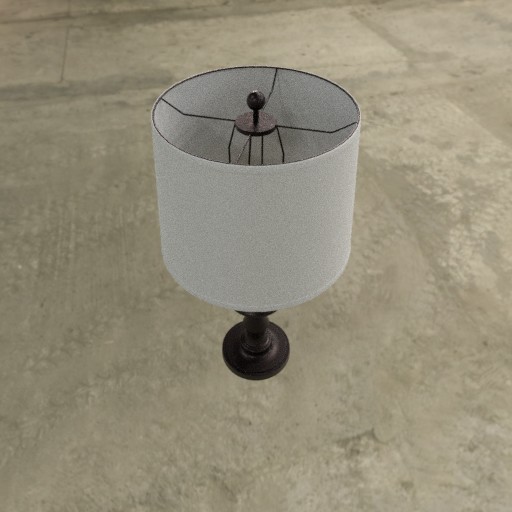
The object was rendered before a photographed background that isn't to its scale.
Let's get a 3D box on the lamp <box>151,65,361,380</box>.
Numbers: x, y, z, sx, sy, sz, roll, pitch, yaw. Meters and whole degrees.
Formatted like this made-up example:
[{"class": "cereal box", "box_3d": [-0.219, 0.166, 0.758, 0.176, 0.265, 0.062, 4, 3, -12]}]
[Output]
[{"class": "lamp", "box_3d": [0.000, 0.000, 0.947, 0.383, 0.726, 0.383, 0, 45, 0]}]
